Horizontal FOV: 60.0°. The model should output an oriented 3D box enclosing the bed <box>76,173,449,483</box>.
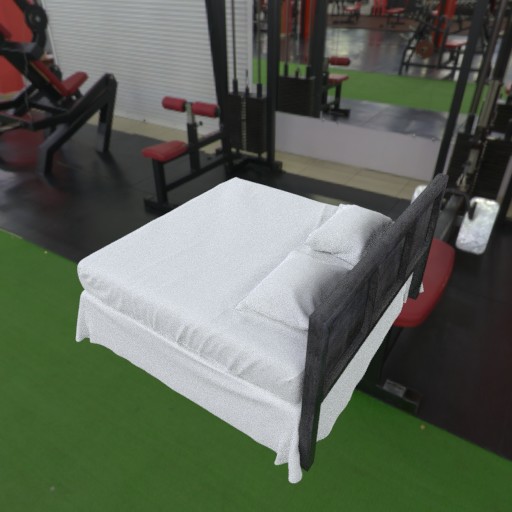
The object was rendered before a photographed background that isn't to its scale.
[{"bbox_3d":[0.000,0.000,3.461,2.165,1.158,2.255,21,38,29],"label":"bed"}]
